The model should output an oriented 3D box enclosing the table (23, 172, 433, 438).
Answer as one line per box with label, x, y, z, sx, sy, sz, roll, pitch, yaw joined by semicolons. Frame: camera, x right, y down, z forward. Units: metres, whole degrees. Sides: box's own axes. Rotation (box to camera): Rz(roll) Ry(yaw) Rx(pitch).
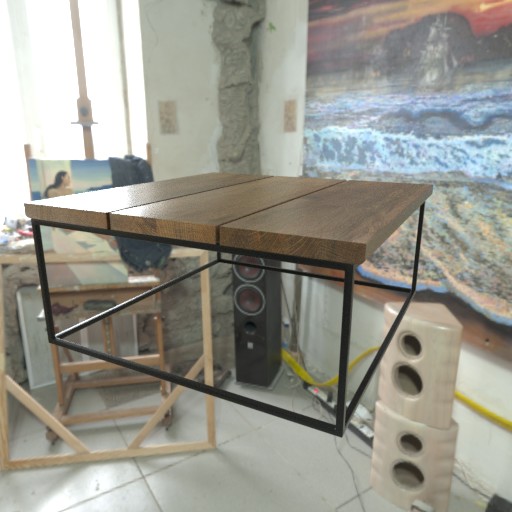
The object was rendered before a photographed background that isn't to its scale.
table;0.000;0.000;1.394;0.900;0.400;0.900;8;18;27
